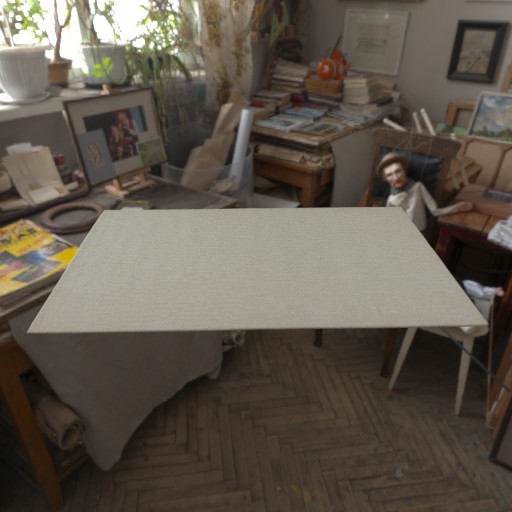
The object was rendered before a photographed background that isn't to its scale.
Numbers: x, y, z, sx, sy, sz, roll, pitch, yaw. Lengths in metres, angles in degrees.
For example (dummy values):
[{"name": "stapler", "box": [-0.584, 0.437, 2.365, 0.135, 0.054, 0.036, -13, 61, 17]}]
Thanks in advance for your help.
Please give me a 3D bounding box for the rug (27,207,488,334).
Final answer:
[{"name": "rug", "box": [0.000, 0.000, 2.974, 2.441, 0.014, 1.531, -1, 30, -1]}]
